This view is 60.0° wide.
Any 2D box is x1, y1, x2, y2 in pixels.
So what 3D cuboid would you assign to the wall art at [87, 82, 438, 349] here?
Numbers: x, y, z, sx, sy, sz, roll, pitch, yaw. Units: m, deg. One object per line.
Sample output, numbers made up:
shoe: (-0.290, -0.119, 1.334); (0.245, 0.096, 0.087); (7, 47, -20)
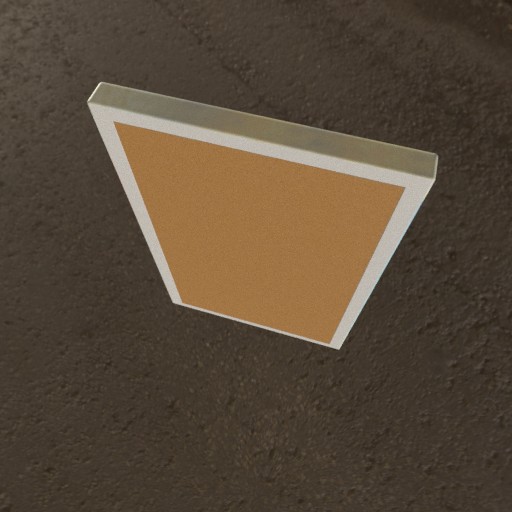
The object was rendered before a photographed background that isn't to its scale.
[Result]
wall art: (0.000, 0.000, 0.764); (0.401, 0.610, 0.038); (15, 63, 8)
